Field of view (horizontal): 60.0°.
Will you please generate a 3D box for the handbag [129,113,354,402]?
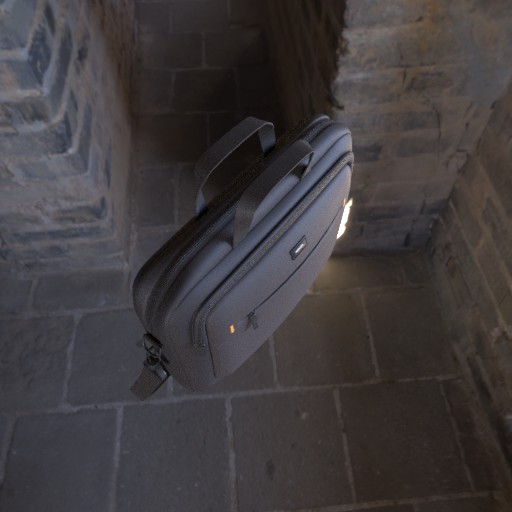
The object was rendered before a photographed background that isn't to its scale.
[{"bbox_3d":[0.000,0.000,0.572,0.126,0.330,0.429,34,64,19],"label":"handbag"}]
